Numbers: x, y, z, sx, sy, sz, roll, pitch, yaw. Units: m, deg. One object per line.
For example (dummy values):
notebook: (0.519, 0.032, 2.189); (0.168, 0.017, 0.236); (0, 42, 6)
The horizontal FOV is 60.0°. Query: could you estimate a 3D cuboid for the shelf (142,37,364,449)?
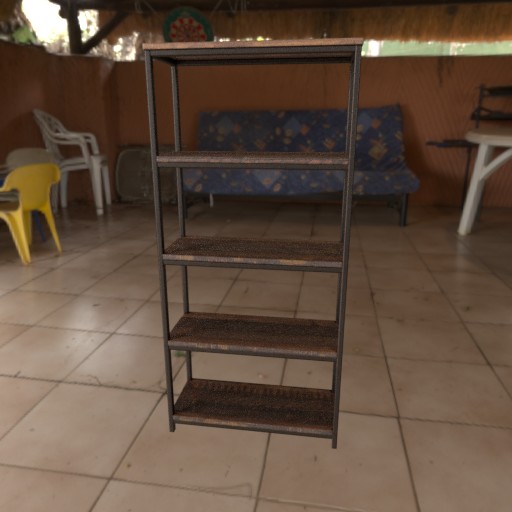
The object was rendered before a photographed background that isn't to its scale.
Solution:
shelf: (0.000, 0.000, 2.165); (0.874, 1.860, 0.359); (2, 17, 8)
